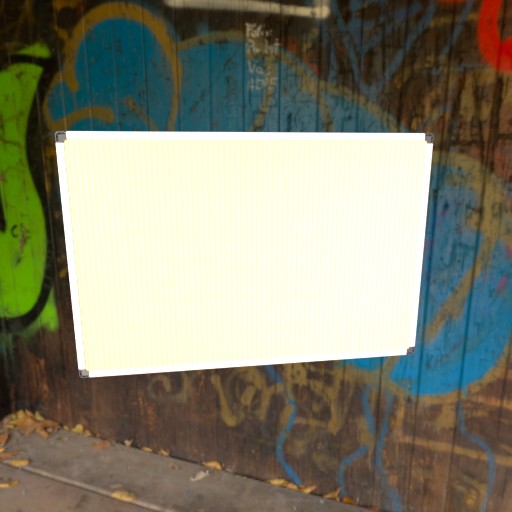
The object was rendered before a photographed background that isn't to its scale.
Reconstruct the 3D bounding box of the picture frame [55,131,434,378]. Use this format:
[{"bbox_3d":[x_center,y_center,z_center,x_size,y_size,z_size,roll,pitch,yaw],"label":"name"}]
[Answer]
[{"bbox_3d":[0.000,0.000,1.114,0.900,0.600,0.010,-2,14,-8],"label":"picture frame"}]
